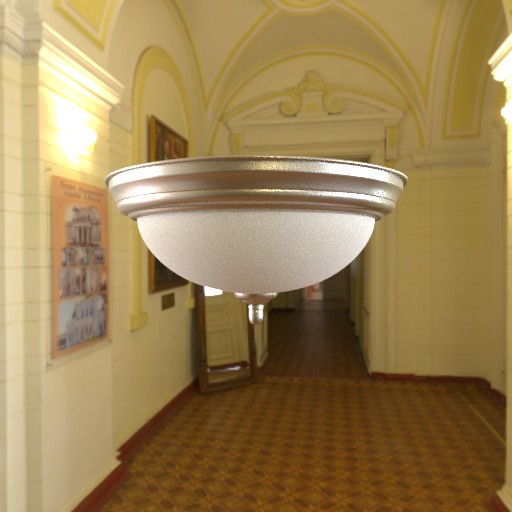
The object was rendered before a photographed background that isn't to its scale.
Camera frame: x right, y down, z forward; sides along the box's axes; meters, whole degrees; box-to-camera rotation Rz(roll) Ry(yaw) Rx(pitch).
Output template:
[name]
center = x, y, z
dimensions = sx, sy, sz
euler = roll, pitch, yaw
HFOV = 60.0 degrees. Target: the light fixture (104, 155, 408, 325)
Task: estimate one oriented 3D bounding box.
[light fixture]
center = 0.000, 0.000, 0.432
dimensions = 0.280, 0.135, 0.280
euler = 0, 0, 0
